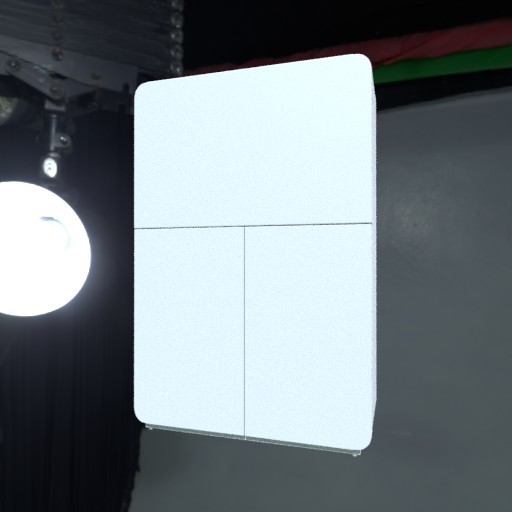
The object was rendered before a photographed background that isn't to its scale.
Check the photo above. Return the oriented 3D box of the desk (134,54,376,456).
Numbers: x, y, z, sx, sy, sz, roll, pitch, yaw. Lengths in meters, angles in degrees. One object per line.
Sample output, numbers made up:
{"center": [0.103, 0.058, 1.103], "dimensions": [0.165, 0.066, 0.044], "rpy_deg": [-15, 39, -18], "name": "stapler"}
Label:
{"center": [0.000, 0.000, 1.540], "dimensions": [0.795, 1.190, 0.278], "rpy_deg": [0, 0, 18], "name": "desk"}
